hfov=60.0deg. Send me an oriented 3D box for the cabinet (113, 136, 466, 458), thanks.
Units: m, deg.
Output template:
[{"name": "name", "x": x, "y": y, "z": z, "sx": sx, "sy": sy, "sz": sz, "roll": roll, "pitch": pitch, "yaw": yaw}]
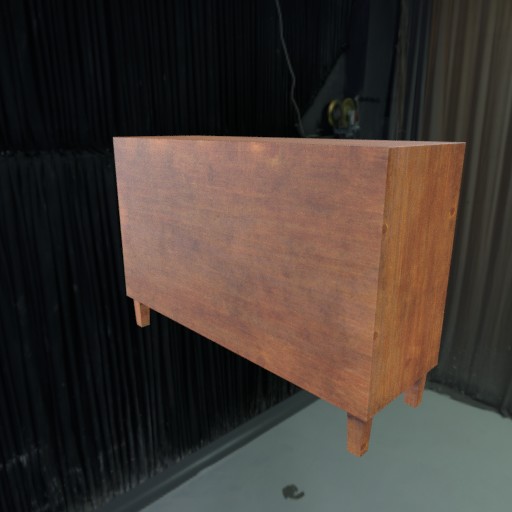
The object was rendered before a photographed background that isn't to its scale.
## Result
[{"name": "cabinet", "x": 0.000, "y": 0.000, "z": 1.581, "sx": 0.403, "sy": 0.805, "sz": 1.204, "roll": -15, "pitch": 22, "yaw": -42}]
